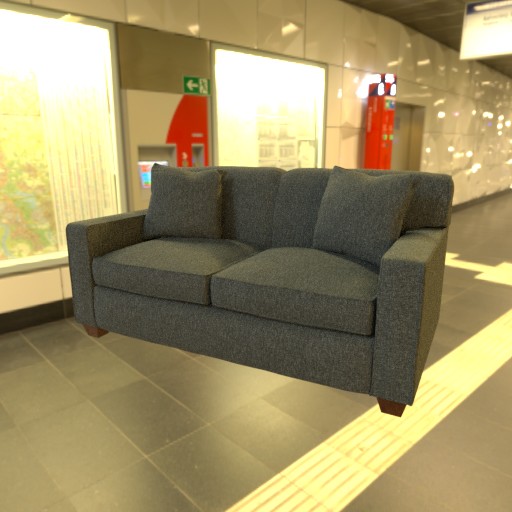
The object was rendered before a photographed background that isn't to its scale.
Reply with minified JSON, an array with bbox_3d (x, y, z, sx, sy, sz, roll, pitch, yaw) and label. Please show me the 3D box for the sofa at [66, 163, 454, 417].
[{"bbox_3d":[0.000,0.000,2.399,1.846,0.958,0.998,7,15,26],"label":"sofa"}]
